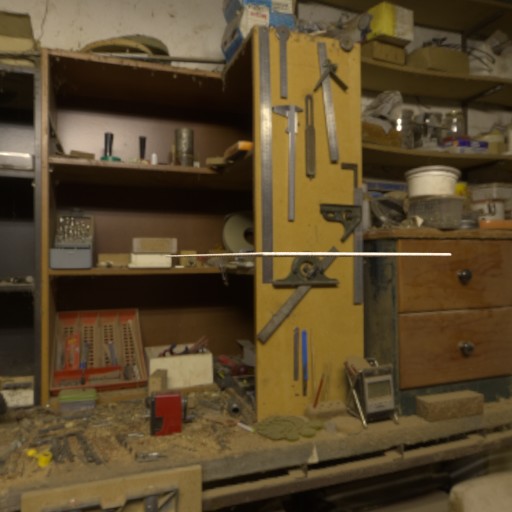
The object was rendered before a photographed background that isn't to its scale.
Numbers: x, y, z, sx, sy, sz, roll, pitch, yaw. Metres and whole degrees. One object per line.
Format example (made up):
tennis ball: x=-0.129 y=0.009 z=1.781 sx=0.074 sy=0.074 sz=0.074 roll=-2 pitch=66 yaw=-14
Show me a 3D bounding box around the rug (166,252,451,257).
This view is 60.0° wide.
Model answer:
rug: x=0.000 y=0.000 z=2.745 sx=0.793 sy=0.014 sz=2.450 roll=0 pitch=0 yaw=-19
